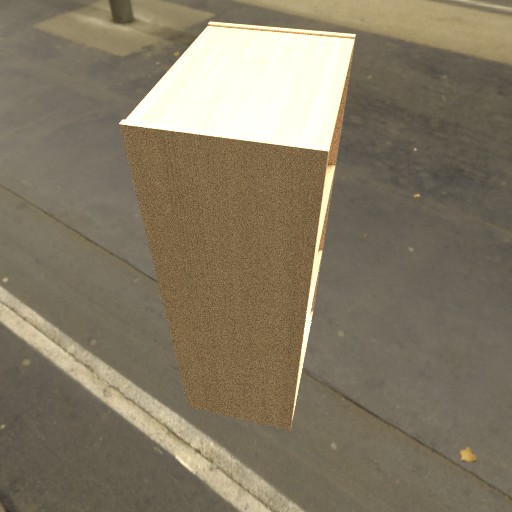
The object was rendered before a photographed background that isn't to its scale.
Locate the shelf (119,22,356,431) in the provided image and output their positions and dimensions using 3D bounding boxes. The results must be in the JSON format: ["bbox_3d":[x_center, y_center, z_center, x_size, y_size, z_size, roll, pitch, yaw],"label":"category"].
[{"bbox_3d":[0.000,0.000,1.048,0.292,0.876,0.417,10,47,9],"label":"shelf"}]
